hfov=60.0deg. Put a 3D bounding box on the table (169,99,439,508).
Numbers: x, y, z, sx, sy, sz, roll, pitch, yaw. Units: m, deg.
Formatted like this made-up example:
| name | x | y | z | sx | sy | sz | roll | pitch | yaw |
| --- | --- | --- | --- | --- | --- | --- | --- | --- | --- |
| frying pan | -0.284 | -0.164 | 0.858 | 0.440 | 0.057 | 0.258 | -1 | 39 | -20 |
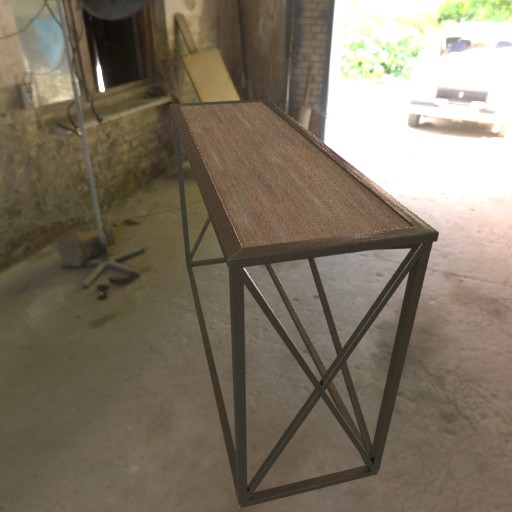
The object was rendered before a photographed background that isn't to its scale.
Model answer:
| name | x | y | z | sx | sy | sz | roll | pitch | yaw |
| --- | --- | --- | --- | --- | --- | --- | --- | --- | --- |
| table | 0.000 | 0.000 | 1.484 | 0.402 | 0.753 | 1.216 | -7 | 32 | -12 |
